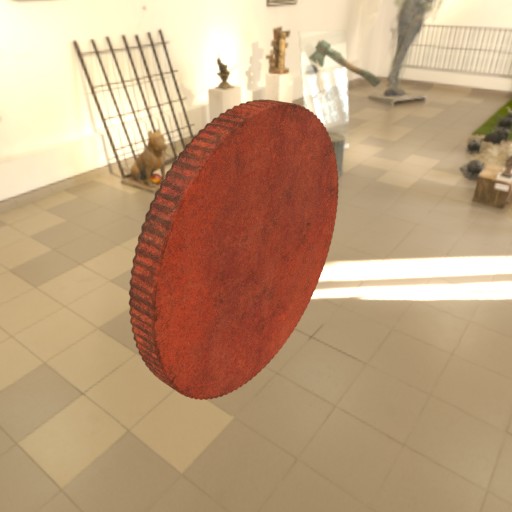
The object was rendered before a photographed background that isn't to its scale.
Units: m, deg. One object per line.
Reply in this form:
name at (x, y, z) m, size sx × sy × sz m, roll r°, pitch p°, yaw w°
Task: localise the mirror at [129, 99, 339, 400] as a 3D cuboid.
mirror at (0.000, 0.000, 0.914) m, size 0.056 × 0.609 × 0.609 m, roll 22°, pitch 38°, yaw 30°
